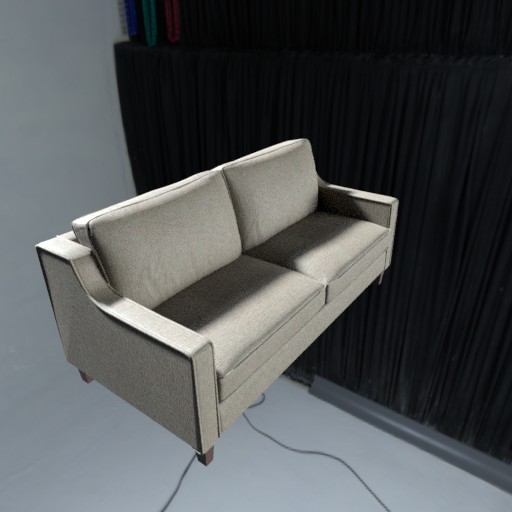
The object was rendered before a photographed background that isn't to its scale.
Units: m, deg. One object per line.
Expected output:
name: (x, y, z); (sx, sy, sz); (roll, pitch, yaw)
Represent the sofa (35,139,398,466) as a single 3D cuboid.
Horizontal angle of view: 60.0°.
sofa: (0.000, 0.000, 2.805); (1.073, 1.074, 2.181); (19, 33, 32)
